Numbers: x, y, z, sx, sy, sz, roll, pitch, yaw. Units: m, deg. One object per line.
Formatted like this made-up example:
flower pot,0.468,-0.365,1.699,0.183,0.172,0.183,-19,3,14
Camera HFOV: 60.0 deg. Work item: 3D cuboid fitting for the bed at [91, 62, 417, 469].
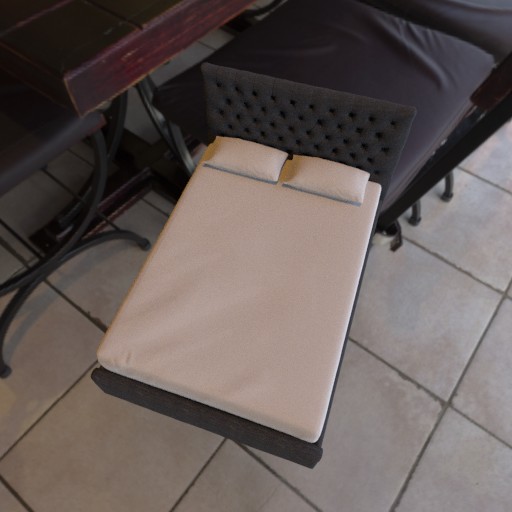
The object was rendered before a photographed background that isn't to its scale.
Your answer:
bed,0.000,0.000,3.355,1.698,1.427,2.387,16,59,10
